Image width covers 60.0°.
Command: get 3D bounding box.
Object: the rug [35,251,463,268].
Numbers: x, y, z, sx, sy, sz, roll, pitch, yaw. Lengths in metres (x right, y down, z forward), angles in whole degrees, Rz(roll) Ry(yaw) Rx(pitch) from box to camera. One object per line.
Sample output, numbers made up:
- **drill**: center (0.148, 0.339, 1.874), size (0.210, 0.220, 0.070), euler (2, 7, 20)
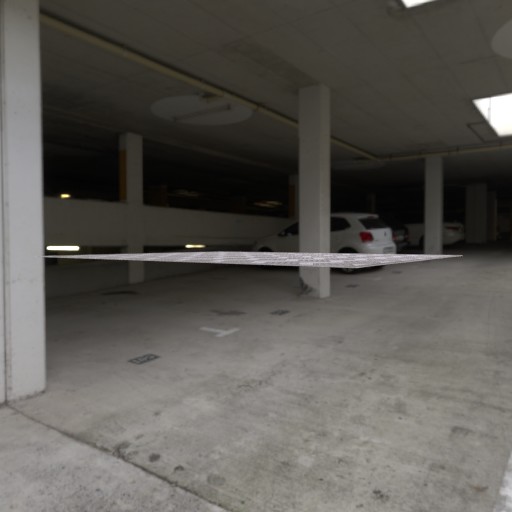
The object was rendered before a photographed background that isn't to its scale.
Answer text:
- **rug**: center (0.000, 0.000, 3.869), size (2.880, 0.005, 2.391), euler (1, 2, 36)
